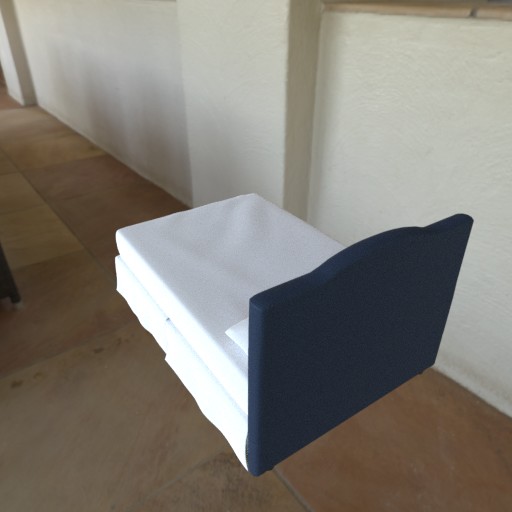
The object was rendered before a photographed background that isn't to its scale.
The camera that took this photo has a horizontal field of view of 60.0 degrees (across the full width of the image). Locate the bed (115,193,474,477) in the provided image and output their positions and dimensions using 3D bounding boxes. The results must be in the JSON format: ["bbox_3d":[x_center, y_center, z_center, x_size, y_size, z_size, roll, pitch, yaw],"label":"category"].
[{"bbox_3d":[0.000,0.000,3.632,1.741,1.441,2.507,-19,36,-29],"label":"bed"}]
